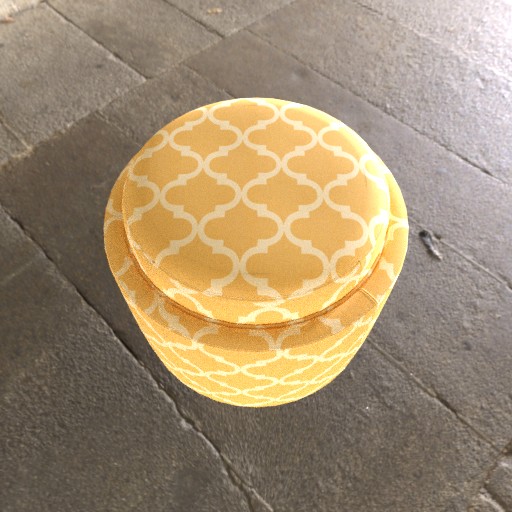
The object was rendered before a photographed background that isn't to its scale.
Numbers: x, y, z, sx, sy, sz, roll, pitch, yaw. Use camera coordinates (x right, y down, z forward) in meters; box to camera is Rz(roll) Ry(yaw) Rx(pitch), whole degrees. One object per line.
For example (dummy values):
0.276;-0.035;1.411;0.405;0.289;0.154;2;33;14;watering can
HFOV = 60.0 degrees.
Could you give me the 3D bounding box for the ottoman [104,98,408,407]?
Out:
0.000;0.000;0.816;0.480;0.429;0.480;0;58;0;ottoman
